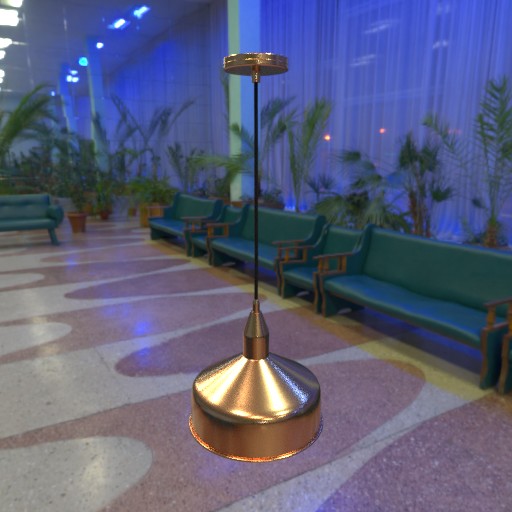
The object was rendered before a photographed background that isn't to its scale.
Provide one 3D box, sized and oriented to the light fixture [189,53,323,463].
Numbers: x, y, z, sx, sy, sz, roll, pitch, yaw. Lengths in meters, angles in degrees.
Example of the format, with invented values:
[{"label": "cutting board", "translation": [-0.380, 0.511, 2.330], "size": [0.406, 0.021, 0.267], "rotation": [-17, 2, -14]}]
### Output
[{"label": "light fixture", "translation": [0.000, 0.000, 0.916], "size": [0.301, 0.754, 0.301], "rotation": [-7, 15, -28]}]
